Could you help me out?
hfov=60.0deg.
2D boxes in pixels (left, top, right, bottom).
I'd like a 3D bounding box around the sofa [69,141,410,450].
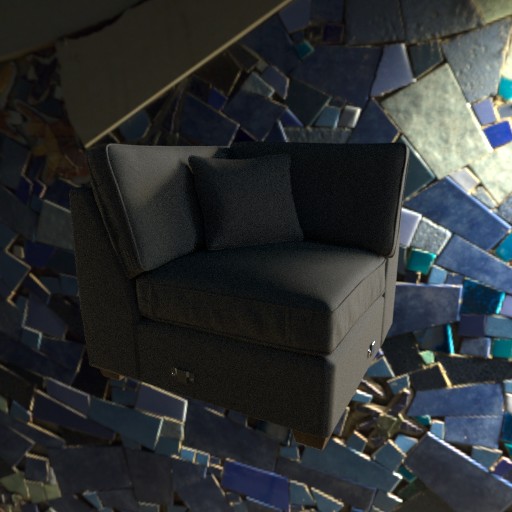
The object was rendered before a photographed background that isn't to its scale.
[{"bbox_3d":[0.000,0.000,2.003,1.146,1.002,1.084,7,16,26],"label":"sofa"}]
